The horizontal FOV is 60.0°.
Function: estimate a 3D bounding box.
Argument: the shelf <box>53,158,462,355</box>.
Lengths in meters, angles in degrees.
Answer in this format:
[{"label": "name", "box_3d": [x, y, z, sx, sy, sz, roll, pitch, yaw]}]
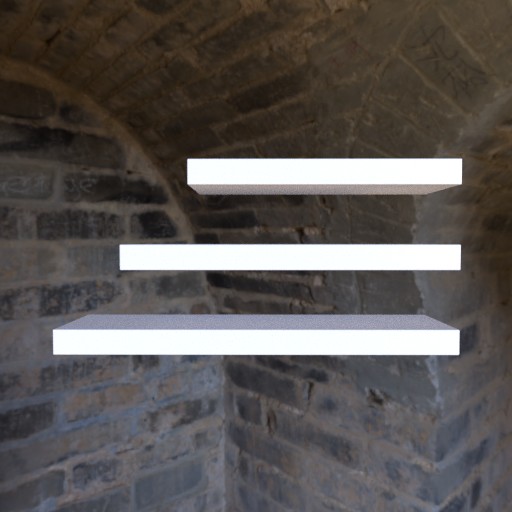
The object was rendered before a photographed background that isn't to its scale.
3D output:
[{"label": "shelf", "box_3d": [0.000, 0.000, 0.730, 0.610, 0.293, 0.140, 0, 2, 0]}]
